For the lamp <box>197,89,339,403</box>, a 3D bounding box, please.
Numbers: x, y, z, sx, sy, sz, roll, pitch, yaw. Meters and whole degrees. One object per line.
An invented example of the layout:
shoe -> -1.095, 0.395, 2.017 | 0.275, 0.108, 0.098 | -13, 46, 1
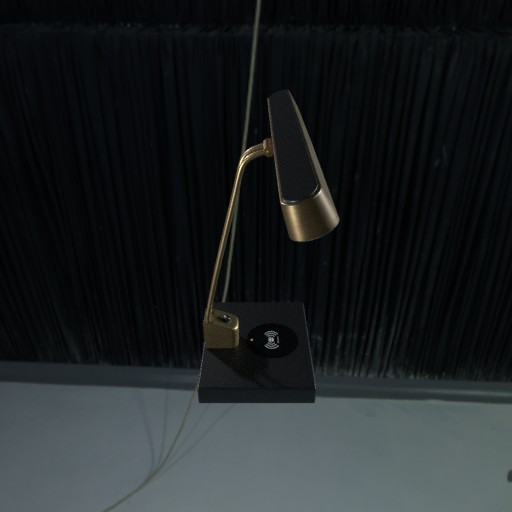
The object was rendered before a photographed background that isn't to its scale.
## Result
lamp -> 0.000, 0.000, 0.577 | 0.156, 0.345, 0.412 | 0, 31, 0
